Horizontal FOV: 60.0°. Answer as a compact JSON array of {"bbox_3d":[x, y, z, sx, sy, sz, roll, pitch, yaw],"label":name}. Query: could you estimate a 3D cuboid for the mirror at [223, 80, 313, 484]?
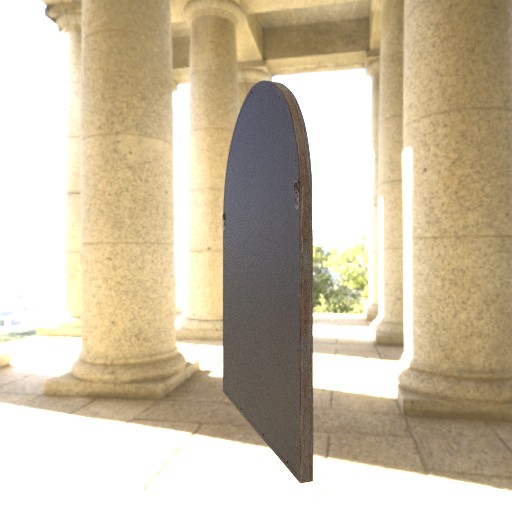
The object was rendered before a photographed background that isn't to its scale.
[{"bbox_3d":[0.000,0.000,1.211,0.032,0.920,0.660,0,-1,-18],"label":"mirror"}]
